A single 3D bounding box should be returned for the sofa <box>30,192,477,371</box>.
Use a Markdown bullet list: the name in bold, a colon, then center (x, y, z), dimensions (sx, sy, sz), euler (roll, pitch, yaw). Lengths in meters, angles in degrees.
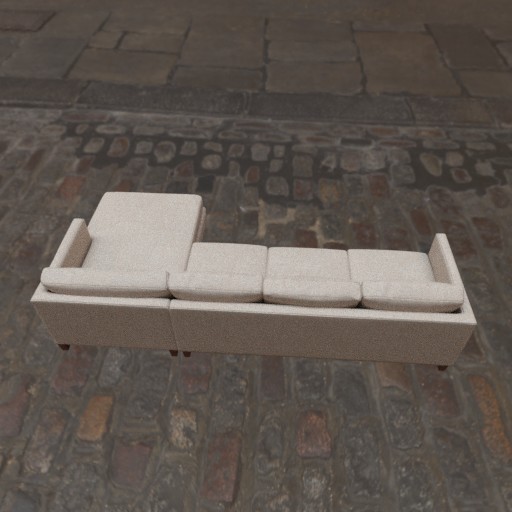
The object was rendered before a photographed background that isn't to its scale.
- **sofa**: center (0.000, 0.000, 3.863), dimensions (3.186, 0.846, 1.625), euler (3, 46, 2)
